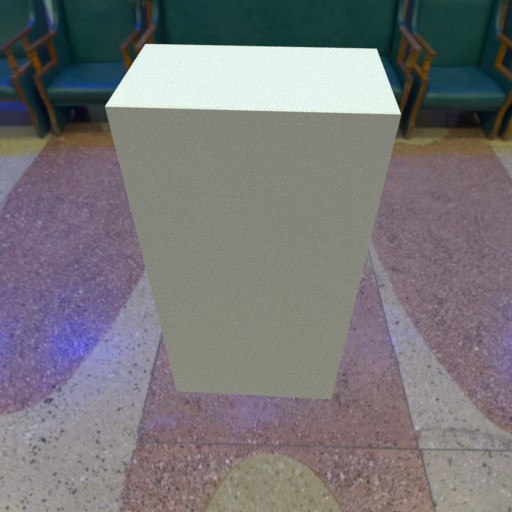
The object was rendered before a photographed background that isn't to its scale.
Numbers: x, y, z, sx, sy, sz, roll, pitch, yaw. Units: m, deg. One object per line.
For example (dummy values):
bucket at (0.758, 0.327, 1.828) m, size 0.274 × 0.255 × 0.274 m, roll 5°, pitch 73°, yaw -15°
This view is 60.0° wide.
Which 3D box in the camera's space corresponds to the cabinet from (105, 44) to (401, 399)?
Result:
cabinet at (0.000, 0.000, 2.343) m, size 0.980 × 1.920 × 0.580 m, roll 2°, pitch 45°, yaw 2°
